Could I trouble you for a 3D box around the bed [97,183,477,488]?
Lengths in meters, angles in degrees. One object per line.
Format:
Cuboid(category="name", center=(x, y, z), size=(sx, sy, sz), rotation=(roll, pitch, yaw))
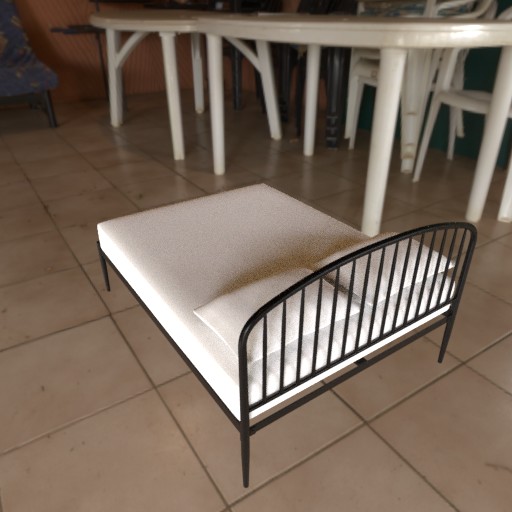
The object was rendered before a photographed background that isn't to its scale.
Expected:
Cuboid(category="bed", center=(0.000, 0.000, 3.093), size=(1.618, 1.166, 2.159), rotation=(-19, 35, -29))
